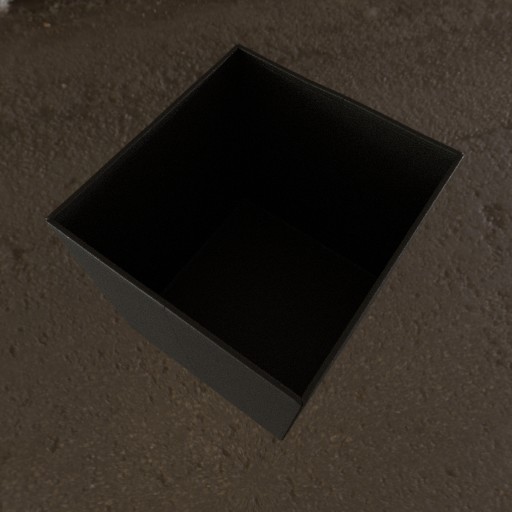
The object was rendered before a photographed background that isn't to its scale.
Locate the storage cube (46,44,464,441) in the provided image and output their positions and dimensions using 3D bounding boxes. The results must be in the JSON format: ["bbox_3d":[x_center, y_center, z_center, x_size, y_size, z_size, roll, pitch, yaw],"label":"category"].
[{"bbox_3d":[0.000,0.000,0.502,0.270,0.280,0.270,33,67,15],"label":"storage cube"}]
